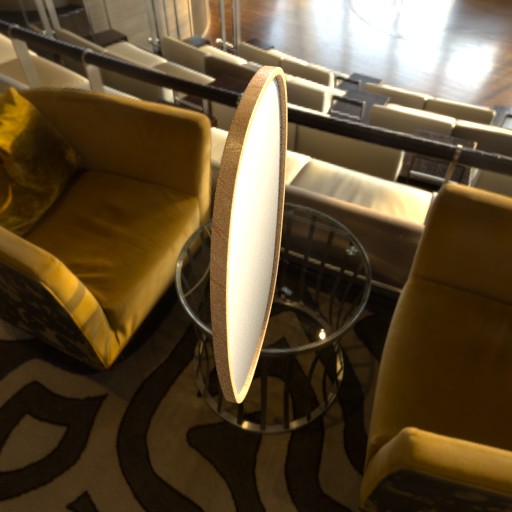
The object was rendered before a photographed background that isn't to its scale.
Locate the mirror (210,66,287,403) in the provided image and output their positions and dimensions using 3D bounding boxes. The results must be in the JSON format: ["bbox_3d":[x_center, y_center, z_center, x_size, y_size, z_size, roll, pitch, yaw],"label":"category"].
[{"bbox_3d":[0.000,0.000,1.350,0.037,1.075,0.724,10,48,9],"label":"mirror"}]
